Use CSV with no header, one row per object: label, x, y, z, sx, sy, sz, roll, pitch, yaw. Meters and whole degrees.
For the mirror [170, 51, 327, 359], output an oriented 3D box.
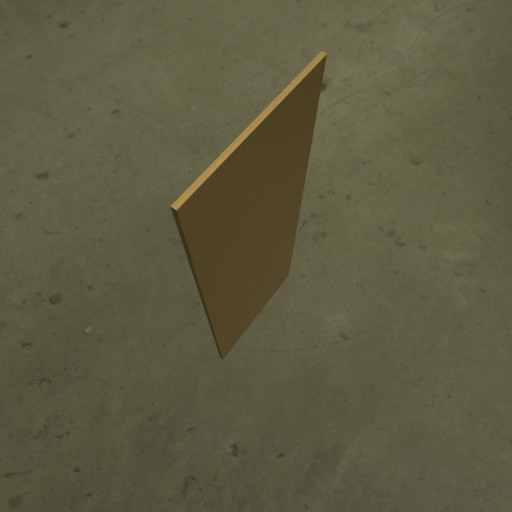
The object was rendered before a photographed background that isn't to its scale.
mirror,0.000,0.000,2.363,0.025,2.031,0.812,34,69,15
